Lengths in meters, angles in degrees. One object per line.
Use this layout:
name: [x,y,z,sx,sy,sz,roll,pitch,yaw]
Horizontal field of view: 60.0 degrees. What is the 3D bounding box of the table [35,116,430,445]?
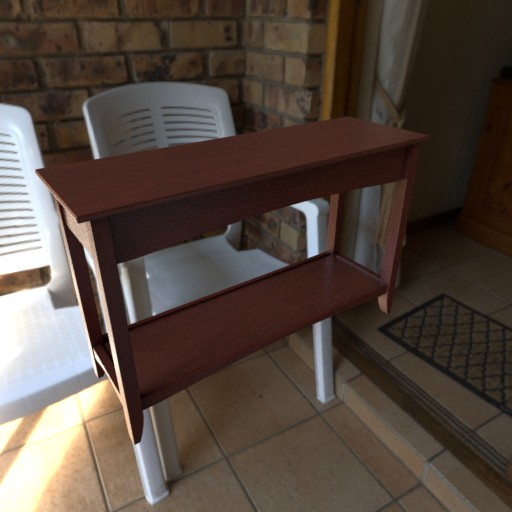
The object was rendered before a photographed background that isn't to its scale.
table: [0.000,0.000,1.535,1.188,0.739,0.392,-19,34,-30]
